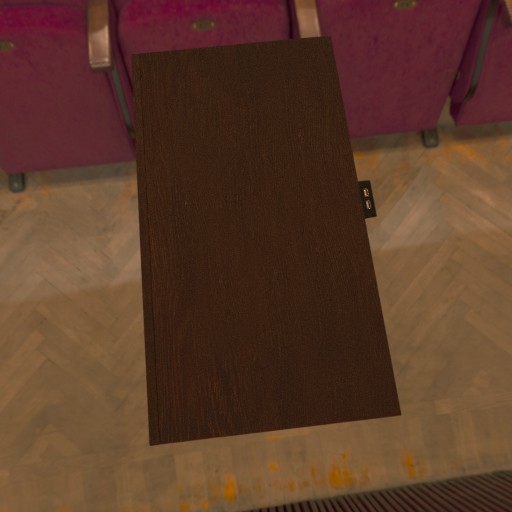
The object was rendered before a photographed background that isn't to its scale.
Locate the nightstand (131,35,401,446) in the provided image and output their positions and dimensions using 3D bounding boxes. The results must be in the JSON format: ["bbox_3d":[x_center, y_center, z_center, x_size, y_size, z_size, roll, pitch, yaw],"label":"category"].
[{"bbox_3d":[0.000,0.000,1.139,0.457,0.612,0.775,-6,75,-2],"label":"nightstand"}]
